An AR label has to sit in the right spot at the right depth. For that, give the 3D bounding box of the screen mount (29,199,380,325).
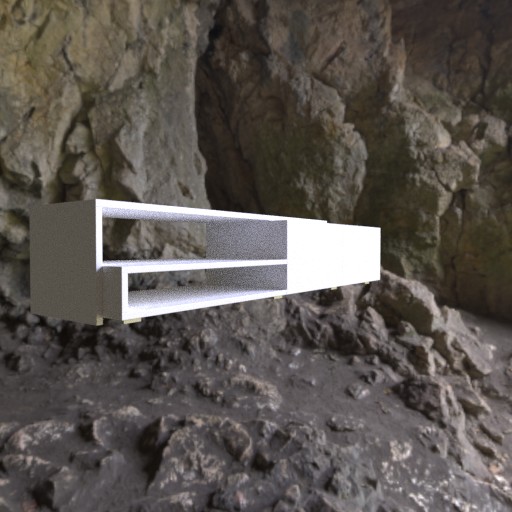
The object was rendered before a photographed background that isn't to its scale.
[{"bbox_3d":[0.000,0.000,1.866,0.420,0.320,1.680,1,2,37],"label":"screen mount"}]
